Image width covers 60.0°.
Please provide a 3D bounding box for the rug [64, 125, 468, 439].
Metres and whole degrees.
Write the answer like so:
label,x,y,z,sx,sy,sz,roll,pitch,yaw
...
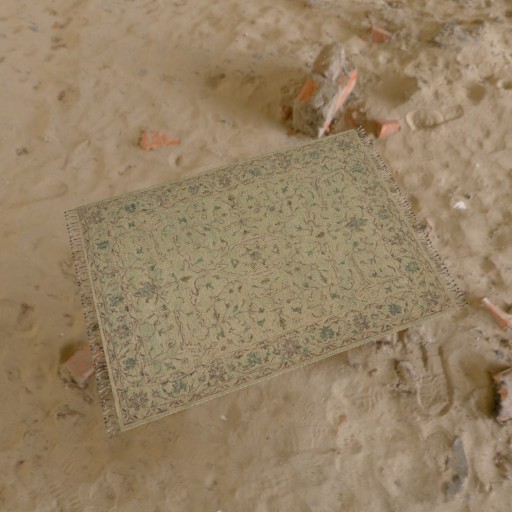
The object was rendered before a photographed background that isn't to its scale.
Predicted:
label,x,y,z,sx,sy,sz,roll,pitch,yaw
rug,0.000,0.000,2.309,1.802,0.008,1.247,-18,65,-8
